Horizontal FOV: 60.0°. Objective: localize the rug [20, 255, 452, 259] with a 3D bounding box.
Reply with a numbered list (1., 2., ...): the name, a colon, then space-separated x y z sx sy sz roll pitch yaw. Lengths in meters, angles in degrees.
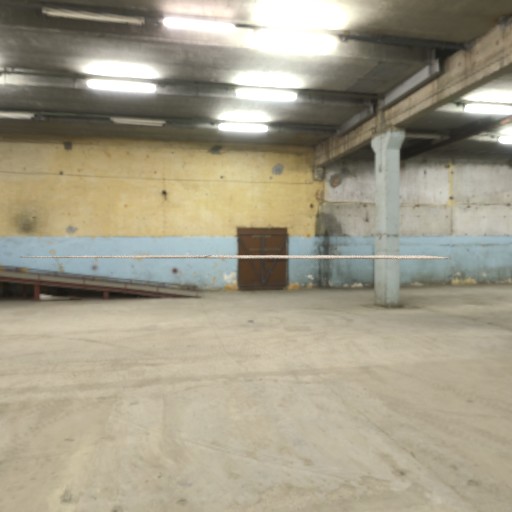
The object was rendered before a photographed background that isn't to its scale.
1. rug: 0.000 0.000 4.095 3.061 0.022 2.468 0 0 17
